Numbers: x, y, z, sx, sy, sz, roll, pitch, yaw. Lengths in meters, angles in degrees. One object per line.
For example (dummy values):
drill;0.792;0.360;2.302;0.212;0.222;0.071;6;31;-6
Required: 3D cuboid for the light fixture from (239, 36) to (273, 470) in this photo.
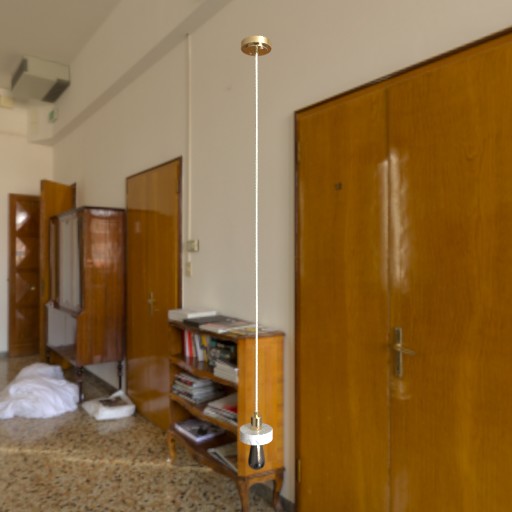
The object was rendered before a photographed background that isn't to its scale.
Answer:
light fixture;0.000;0.000;1.737;0.129;1.669;0.129;0;0;17
